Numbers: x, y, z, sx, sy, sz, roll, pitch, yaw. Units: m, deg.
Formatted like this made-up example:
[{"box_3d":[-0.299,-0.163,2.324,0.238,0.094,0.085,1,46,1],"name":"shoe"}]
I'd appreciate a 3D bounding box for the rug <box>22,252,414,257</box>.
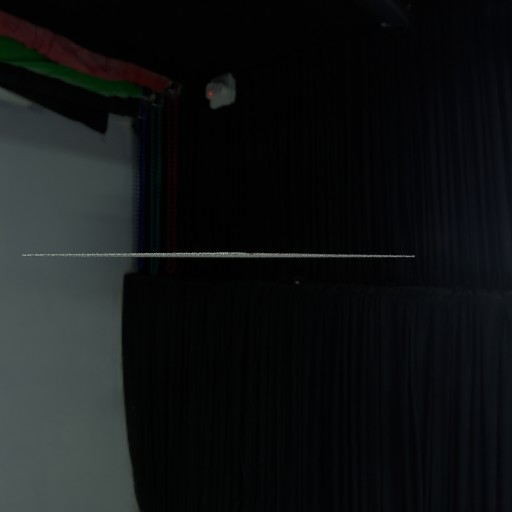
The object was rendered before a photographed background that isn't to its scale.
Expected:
[{"box_3d":[0.000,0.000,3.056,1.528,0.010,2.440,0,0,34],"name":"rug"}]
